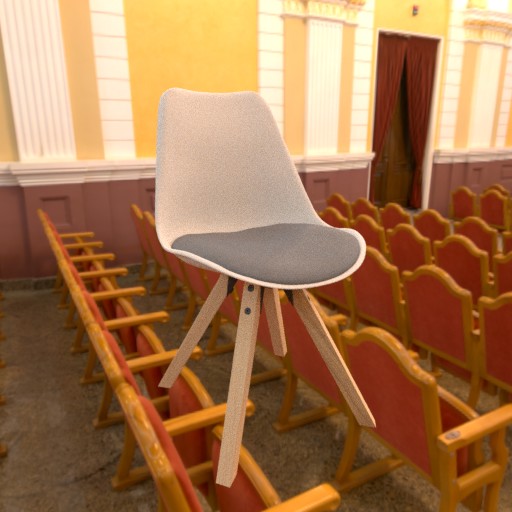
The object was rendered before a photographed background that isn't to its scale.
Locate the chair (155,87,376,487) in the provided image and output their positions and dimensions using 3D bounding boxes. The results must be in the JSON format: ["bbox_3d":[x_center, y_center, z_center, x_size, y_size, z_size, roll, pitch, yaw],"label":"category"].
[{"bbox_3d":[0.000,0.000,1.152,0.485,0.850,0.550,-8,18,-27],"label":"chair"}]
